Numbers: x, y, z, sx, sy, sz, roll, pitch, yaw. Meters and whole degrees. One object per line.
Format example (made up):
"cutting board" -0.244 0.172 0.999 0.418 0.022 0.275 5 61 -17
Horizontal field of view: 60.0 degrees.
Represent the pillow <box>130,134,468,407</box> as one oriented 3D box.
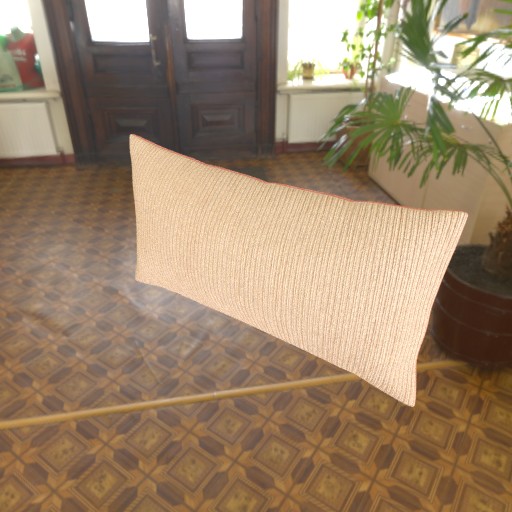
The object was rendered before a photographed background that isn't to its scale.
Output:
"pillow" 0.000 0.000 0.753 0.608 0.307 0.155 20 36 29
